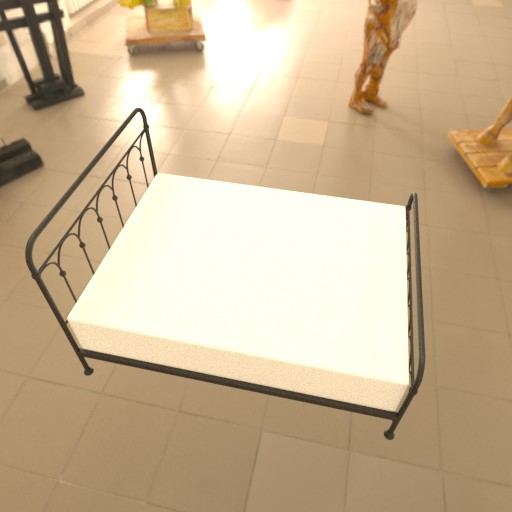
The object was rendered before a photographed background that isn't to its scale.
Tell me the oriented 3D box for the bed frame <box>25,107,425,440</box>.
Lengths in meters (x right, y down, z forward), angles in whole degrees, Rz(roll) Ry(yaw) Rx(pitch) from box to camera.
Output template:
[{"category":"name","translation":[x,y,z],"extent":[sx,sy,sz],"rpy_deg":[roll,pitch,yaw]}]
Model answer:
[{"category":"bed frame","translation":[0.000,0.000,3.133],"extent":[2.203,1.276,1.664],"rpy_deg":[9,47,8]}]
